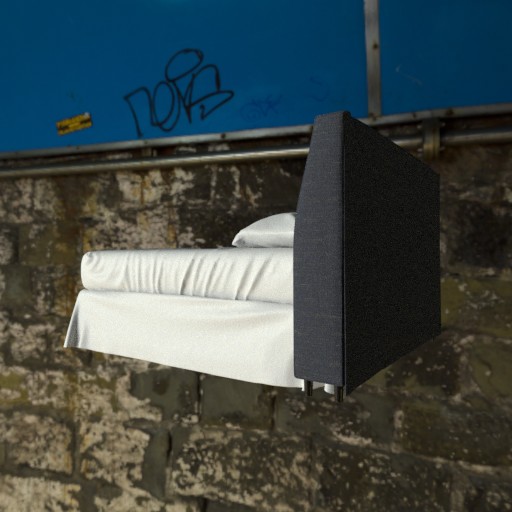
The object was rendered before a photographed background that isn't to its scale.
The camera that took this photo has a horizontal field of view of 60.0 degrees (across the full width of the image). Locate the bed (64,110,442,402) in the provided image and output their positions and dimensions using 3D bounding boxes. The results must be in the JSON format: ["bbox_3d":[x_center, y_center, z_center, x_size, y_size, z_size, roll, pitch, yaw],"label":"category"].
[{"bbox_3d":[0.000,0.000,3.367,2.276,1.332,1.925,0,0,35],"label":"bed"}]
